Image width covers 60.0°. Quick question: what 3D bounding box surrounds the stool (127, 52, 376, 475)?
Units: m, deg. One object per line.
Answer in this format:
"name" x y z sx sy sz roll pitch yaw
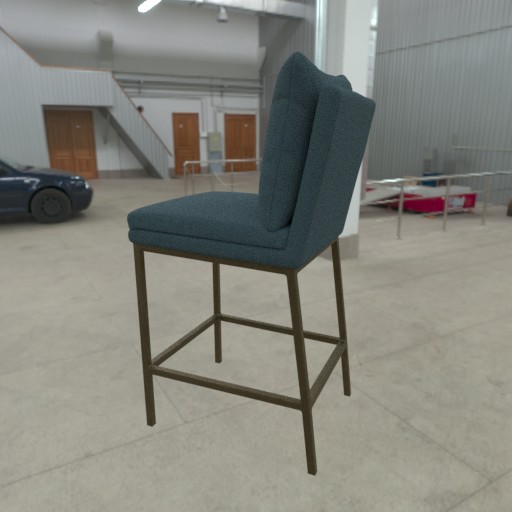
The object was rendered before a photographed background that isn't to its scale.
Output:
"stool" 0.000 0.000 1.315 0.568 1.032 0.463 7 17 24
